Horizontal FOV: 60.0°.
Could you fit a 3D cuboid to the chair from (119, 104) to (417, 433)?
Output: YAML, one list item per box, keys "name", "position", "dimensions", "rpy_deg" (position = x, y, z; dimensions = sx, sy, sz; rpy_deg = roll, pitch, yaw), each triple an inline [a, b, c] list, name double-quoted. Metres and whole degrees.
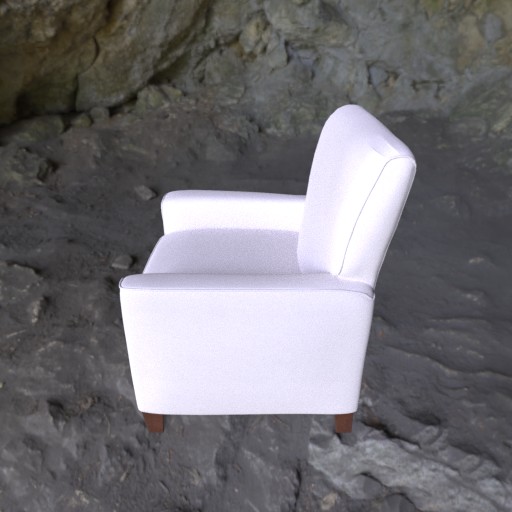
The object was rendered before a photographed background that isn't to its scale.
- name: "chair"
  position: [0.000, 0.000, 1.665]
  dimensions: [0.858, 1.028, 0.841]
  rpy_deg: [0, 28, 0]
